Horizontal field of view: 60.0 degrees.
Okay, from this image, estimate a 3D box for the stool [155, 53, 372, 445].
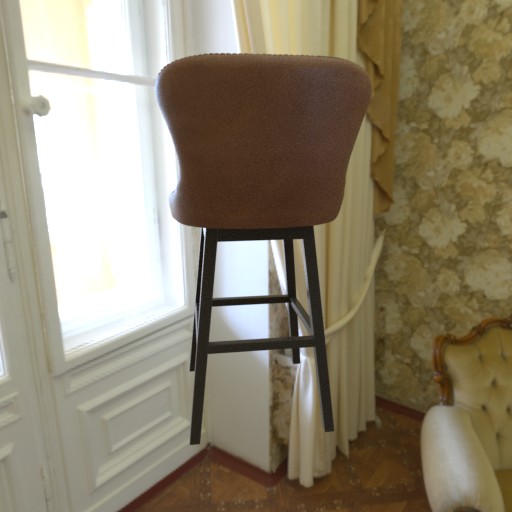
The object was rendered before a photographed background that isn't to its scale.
[{"bbox_3d":[0.000,0.000,1.358,0.528,1.050,0.601,-2,15,-8],"label":"stool"}]
